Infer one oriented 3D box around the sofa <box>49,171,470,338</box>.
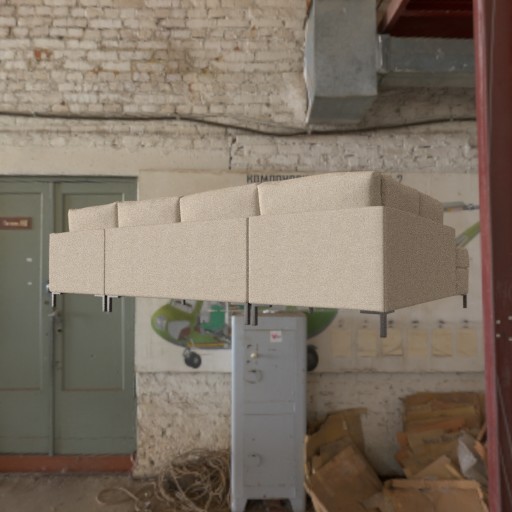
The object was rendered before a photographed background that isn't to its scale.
[{"bbox_3d":[0.000,0.000,3.735,2.984,0.862,1.989,-1,-2,35],"label":"sofa"}]
